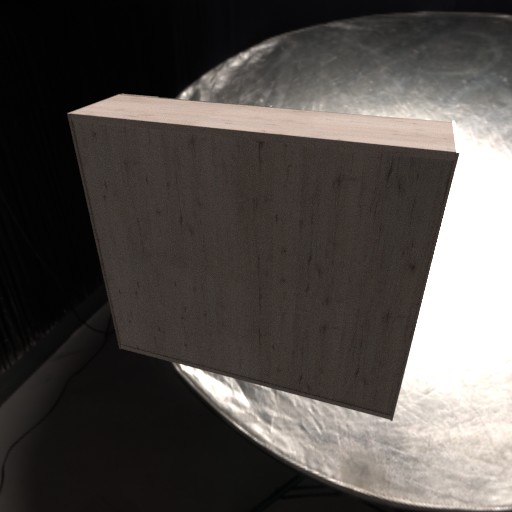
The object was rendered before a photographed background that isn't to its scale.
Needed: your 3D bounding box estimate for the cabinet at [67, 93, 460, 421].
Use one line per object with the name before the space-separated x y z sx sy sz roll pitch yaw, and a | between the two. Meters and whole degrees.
cabinet | 0.000 0.000 3.526 2.500 2.180 0.660 10 33 16
